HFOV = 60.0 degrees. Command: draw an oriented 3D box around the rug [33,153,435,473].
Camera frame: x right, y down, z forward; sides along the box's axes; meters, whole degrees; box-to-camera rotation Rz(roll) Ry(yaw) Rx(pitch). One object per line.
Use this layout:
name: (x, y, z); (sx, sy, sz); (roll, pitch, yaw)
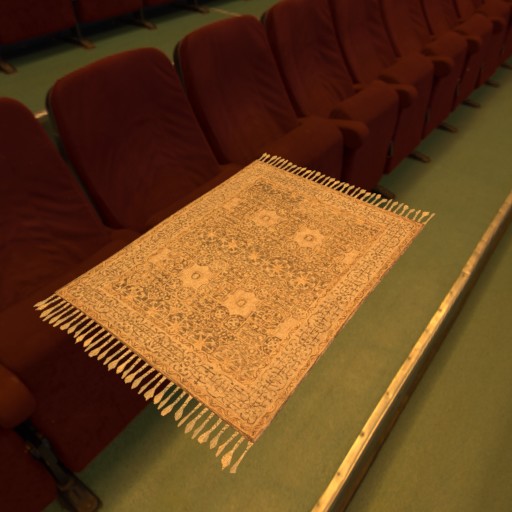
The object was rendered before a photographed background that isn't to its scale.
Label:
rug: (0.000, 0.000, 3.051); (1.619, 0.023, 2.465); (27, 48, 27)
